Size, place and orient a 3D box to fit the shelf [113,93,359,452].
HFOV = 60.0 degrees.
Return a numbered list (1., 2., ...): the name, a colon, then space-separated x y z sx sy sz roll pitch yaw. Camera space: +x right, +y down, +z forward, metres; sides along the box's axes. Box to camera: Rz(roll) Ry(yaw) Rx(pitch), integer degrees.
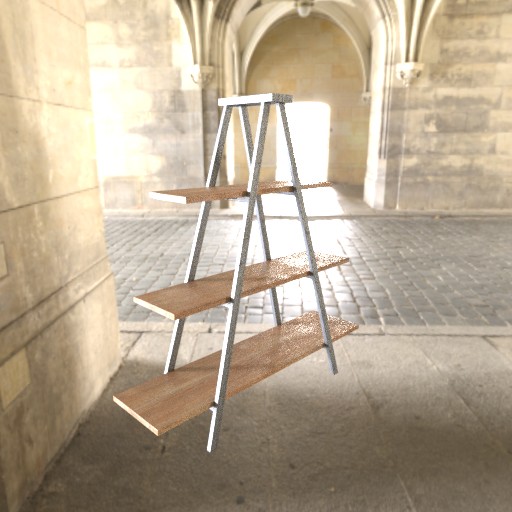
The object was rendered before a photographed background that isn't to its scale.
1. shelf: 0.000 0.000 2.666 0.508 1.808 1.746 14 20 43
